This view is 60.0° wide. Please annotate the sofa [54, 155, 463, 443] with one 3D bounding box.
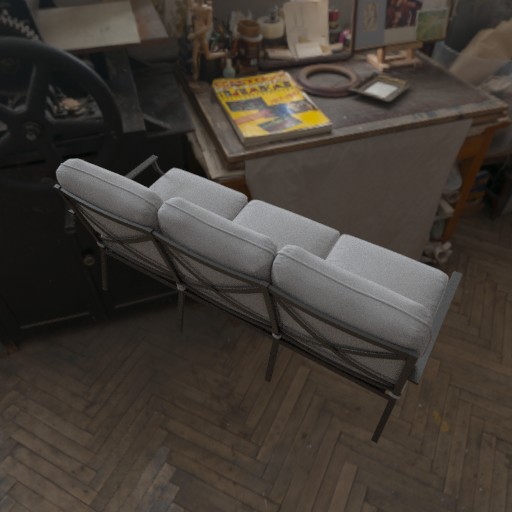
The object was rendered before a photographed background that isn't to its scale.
[{"bbox_3d":[0.000,0.000,2.140,1.740,0.860,0.787,24,50,22],"label":"sofa"}]
